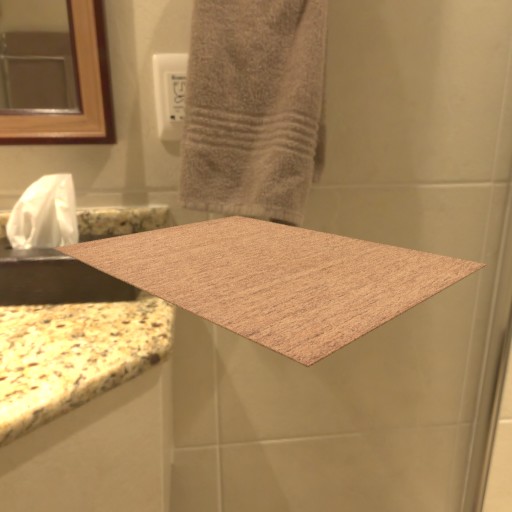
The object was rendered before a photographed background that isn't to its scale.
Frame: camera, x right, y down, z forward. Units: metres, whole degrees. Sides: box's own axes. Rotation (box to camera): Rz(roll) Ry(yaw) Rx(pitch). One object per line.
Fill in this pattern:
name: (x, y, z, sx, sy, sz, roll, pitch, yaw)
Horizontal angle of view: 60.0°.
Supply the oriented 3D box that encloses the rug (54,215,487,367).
rug: (0.000, 0.000, 4.098, 2.448, 0.013, 3.205, -15, 22, -43)
